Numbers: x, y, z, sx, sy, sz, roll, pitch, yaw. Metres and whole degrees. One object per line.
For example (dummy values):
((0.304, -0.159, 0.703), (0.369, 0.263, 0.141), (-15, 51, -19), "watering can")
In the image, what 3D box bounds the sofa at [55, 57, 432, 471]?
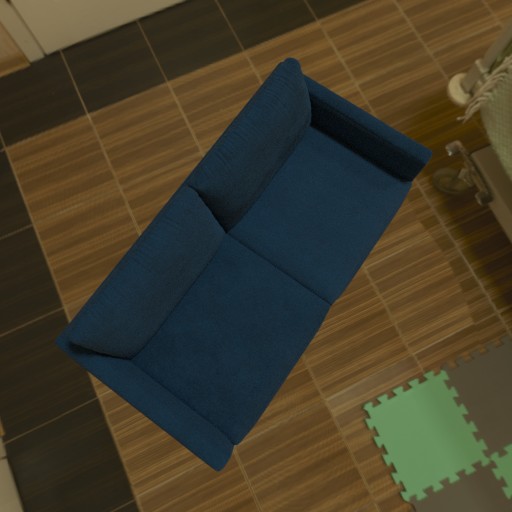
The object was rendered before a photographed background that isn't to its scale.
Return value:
((0.000, 0.000, 2.114), (0.875, 0.817, 1.676), (34, 78, 8), "sofa")
